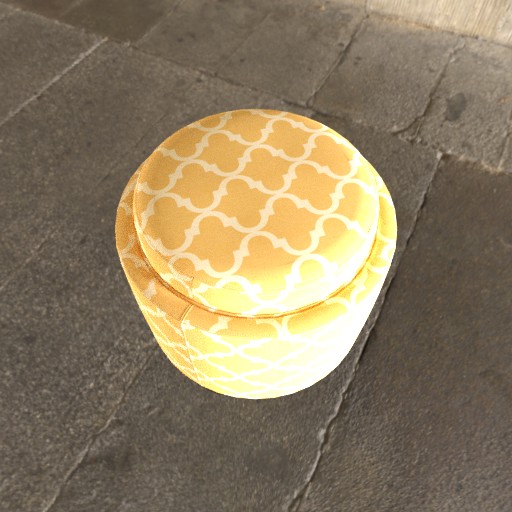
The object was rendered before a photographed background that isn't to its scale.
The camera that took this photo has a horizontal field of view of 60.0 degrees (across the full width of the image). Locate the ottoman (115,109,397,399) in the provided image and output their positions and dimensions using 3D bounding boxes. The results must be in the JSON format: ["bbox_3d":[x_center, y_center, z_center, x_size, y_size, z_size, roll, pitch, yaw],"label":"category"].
[{"bbox_3d":[0.000,0.000,0.870,0.480,0.429,0.480,0,57,0],"label":"ottoman"}]
